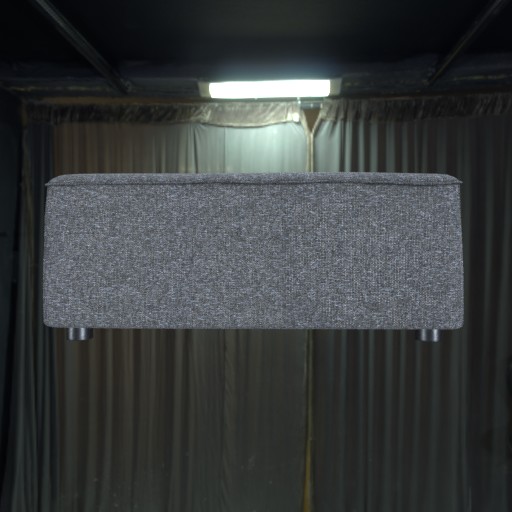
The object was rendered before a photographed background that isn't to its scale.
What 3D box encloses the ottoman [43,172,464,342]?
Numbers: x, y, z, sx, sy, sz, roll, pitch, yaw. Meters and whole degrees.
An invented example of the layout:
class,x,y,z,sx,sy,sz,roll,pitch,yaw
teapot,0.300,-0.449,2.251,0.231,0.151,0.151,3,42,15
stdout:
class,x,y,z,sx,sy,sz,roll,pitch,yaw
ottoman,0.000,0.000,1.533,1.017,0.423,1.021,0,-1,2
